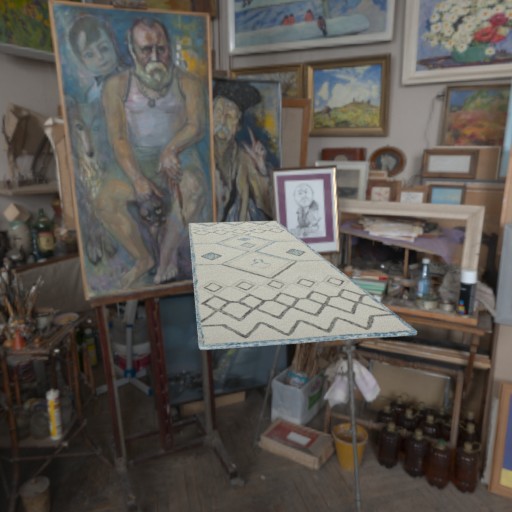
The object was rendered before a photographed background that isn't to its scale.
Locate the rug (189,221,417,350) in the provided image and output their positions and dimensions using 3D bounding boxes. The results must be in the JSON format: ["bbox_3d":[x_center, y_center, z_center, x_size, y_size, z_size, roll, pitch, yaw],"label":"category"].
[{"bbox_3d":[0.000,0.000,2.675,0.770,0.013,2.434,-2,14,-9],"label":"rug"}]
